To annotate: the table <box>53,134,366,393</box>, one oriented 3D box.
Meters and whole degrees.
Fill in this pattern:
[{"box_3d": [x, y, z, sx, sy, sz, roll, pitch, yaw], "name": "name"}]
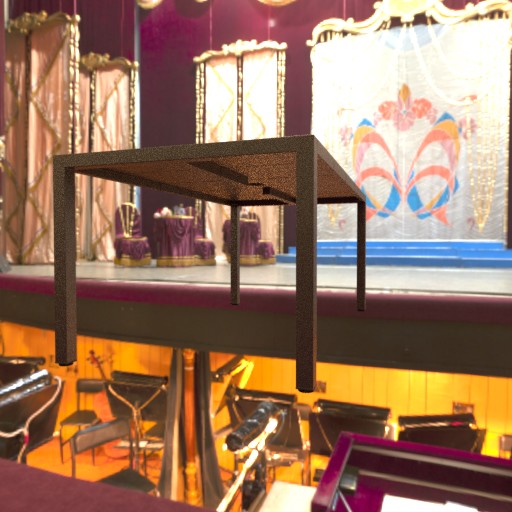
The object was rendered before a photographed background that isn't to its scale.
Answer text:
[{"box_3d": [0.000, 0.000, 2.186, 0.914, 0.735, 1.680, 1, 2, 19], "name": "table"}]
